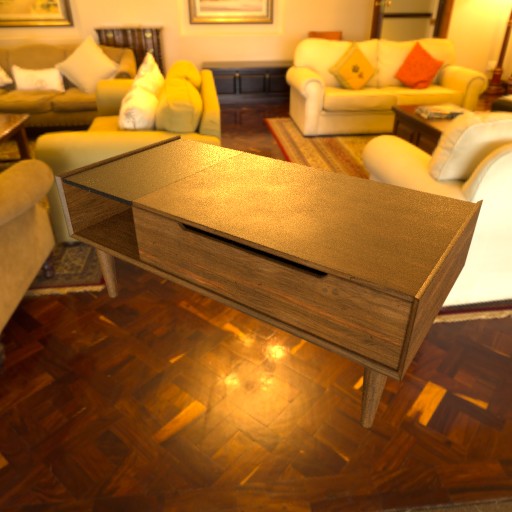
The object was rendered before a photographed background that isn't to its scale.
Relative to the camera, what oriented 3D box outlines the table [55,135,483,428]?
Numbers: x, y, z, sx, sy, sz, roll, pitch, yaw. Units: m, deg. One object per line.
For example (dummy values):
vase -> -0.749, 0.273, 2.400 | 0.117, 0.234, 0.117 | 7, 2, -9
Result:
table -> 0.000, 0.000, 1.531 | 1.221, 0.508, 0.610 | 20, 36, 29
